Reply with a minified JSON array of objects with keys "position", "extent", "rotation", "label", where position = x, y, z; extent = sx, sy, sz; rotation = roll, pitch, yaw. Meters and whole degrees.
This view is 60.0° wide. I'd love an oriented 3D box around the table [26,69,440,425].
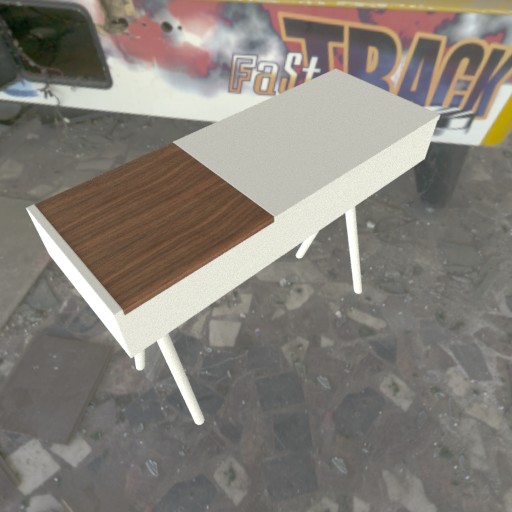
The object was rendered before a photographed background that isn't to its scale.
[{"position":[0.000,0.000,1.443],"extent":[1.066,0.785,0.418],"rotation":[-33,55,-27],"label":"table"}]
